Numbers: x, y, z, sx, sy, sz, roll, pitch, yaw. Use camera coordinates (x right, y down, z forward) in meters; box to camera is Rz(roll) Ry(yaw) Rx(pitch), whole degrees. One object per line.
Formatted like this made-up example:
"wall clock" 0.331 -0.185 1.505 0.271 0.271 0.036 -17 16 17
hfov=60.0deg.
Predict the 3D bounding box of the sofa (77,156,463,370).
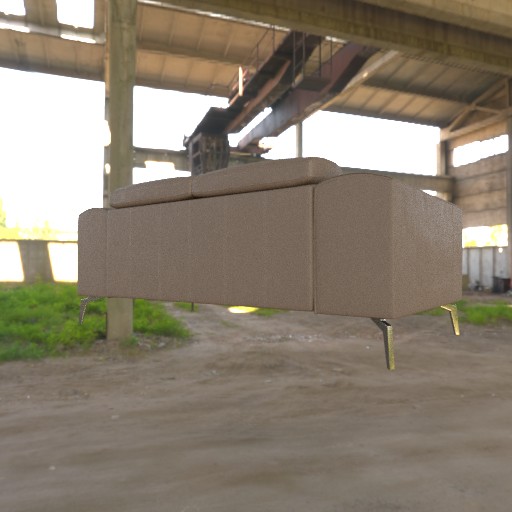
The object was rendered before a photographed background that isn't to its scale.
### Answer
"sofa" 0.000 0.000 2.392 1.895 0.779 1.003 -1 -1 37
